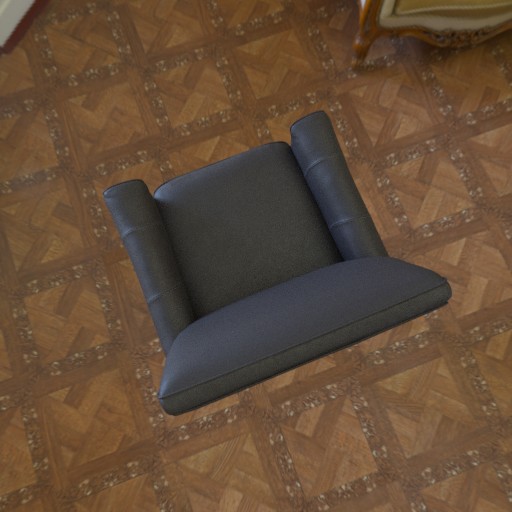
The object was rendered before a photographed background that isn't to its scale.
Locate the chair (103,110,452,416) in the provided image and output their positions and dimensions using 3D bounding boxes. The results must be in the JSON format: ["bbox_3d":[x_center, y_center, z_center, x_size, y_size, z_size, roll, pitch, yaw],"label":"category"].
[{"bbox_3d":[0.000,0.000,1.662,0.870,0.943,0.825,-21,78,-5],"label":"chair"}]
